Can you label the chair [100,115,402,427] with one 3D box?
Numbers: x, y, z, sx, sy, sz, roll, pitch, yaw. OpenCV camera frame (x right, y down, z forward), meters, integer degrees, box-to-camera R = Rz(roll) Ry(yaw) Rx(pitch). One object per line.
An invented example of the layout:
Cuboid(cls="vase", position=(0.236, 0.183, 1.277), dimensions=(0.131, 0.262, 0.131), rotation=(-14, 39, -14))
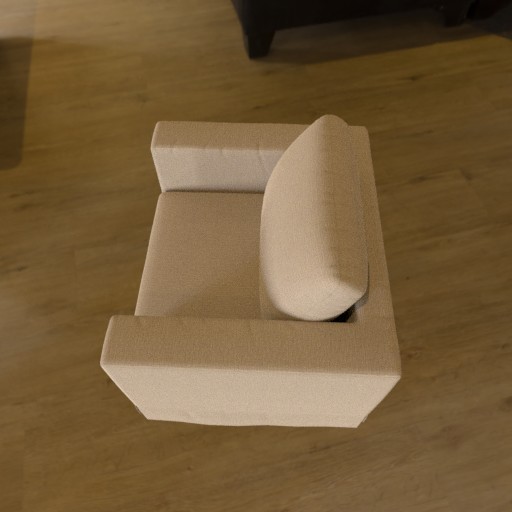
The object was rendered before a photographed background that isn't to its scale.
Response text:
Cuboid(cls="chair", position=(0.000, 0.000, 1.815), dimensions=(0.957, 0.878, 1.150), rotation=(2, 57, 1))
